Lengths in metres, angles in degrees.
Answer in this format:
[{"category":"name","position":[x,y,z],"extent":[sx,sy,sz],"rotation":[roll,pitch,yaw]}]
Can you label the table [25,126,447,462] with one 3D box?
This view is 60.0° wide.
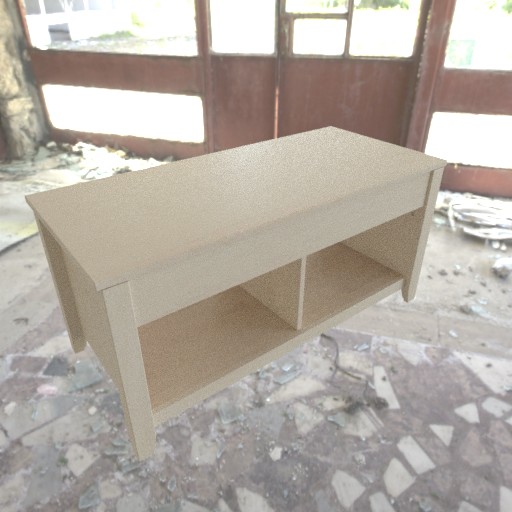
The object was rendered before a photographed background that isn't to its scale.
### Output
[{"category":"table","position":[0.000,0.000,1.270],"extent":[1.016,0.483,0.457],"rotation":[-21,37,-31]}]
